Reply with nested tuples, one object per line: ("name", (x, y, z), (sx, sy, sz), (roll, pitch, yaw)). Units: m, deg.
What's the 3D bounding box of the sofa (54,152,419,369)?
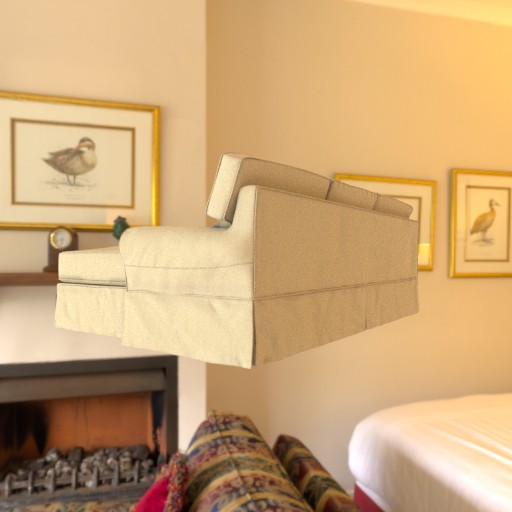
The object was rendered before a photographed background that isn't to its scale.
("sofa", (0.000, 0.000, 3.341), (1.733, 0.978, 2.475), (0, 0, 36))
